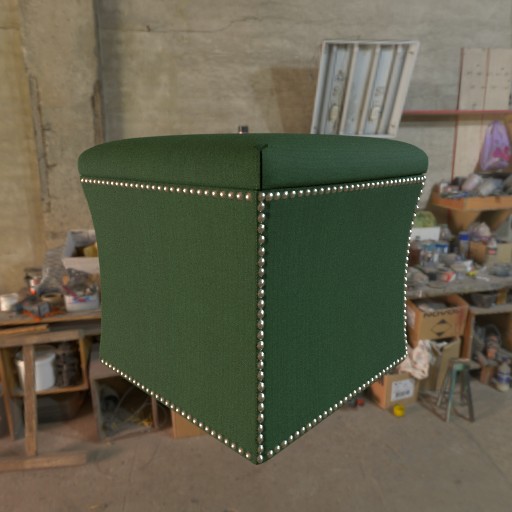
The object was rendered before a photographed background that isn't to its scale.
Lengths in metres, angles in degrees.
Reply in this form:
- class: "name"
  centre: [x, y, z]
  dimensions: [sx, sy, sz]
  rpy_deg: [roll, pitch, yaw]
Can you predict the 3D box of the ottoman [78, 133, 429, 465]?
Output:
- class: "ottoman"
  centre: [0.000, 0.000, 0.896]
  dimensions: [0.497, 0.475, 0.507]
  rpy_deg: [13, 18, 42]
